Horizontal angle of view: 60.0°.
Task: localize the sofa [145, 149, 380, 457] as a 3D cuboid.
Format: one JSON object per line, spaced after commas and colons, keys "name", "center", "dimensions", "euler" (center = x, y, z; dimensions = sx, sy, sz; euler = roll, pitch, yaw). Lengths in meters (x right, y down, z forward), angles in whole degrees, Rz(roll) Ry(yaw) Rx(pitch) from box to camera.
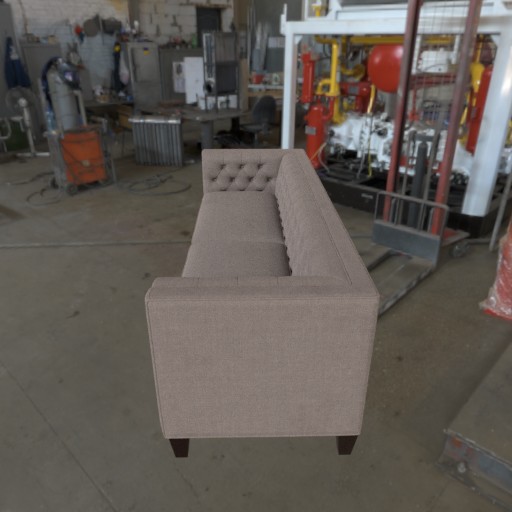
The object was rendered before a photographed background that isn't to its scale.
{"name": "sofa", "center": [0.000, 0.000, 2.561], "dimensions": [0.775, 0.762, 2.159], "euler": [-1, 26, -1]}
